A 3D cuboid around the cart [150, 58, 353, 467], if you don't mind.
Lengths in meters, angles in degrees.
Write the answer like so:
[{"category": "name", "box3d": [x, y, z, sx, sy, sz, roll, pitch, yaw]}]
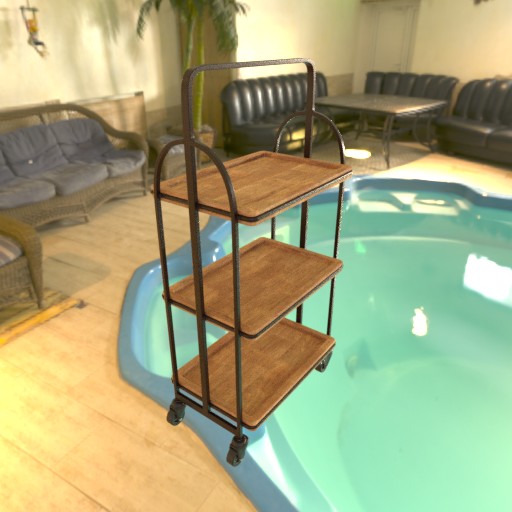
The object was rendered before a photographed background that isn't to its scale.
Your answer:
[{"category": "cart", "box3d": [0.000, 0.000, 1.242, 0.327, 1.001, 0.553, 18, 32, 33]}]
